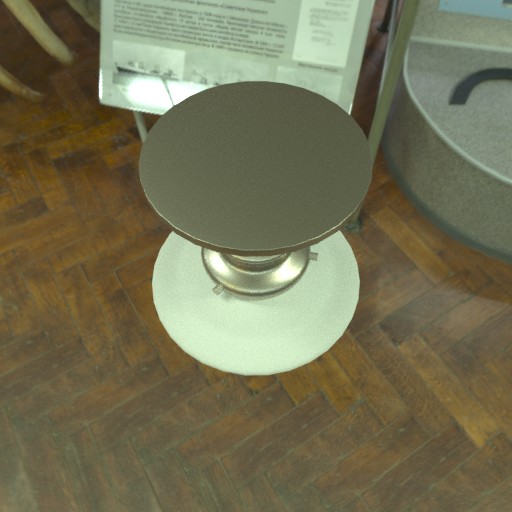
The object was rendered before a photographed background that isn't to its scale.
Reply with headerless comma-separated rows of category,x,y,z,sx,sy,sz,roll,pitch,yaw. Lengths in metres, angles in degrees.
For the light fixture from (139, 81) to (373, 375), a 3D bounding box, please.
light fixture,0.000,0.000,0.400,0.199,0.254,0.199,0,58,0
